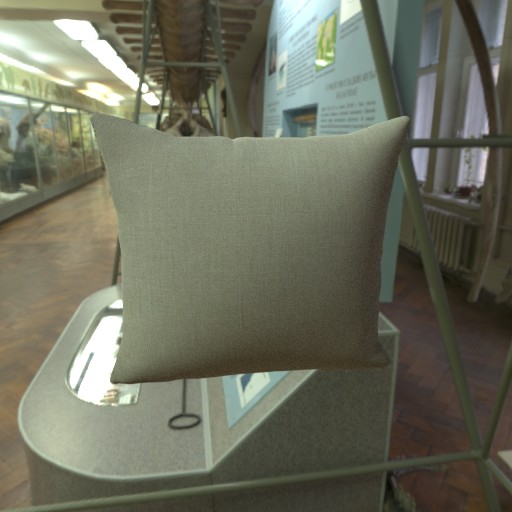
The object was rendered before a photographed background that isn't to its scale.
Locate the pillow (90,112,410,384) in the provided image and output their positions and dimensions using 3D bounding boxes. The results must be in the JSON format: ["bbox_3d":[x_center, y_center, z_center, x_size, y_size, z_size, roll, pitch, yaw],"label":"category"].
[{"bbox_3d":[0.000,0.000,0.796,0.546,0.487,0.180,-2,15,-8],"label":"pillow"}]
